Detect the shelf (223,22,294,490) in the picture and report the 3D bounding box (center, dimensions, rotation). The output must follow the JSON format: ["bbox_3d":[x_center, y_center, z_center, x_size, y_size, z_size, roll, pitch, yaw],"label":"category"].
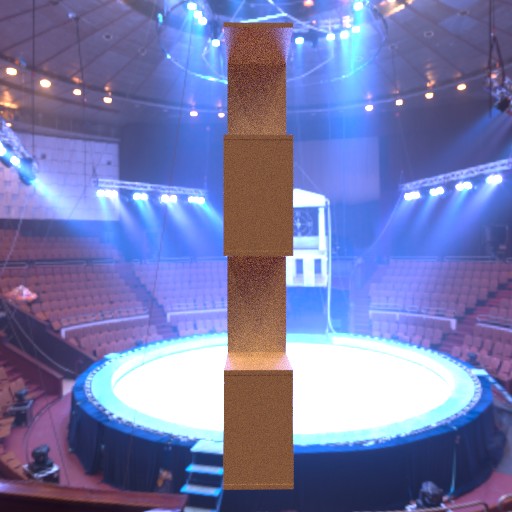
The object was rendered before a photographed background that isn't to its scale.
[{"bbox_3d":[0.000,0.000,2.011,0.250,1.650,0.890,0,0,-1],"label":"shelf"}]
